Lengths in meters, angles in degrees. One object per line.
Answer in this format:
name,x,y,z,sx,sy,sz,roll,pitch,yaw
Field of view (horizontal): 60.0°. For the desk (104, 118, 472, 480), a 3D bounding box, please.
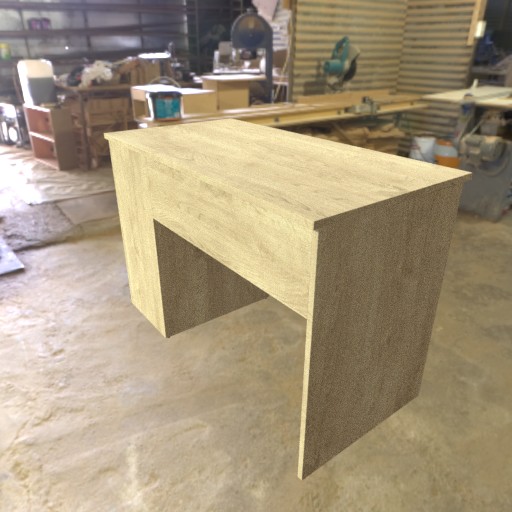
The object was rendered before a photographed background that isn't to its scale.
desk,0.000,0.000,1.536,0.560,0.735,1.097,-18,31,-33
